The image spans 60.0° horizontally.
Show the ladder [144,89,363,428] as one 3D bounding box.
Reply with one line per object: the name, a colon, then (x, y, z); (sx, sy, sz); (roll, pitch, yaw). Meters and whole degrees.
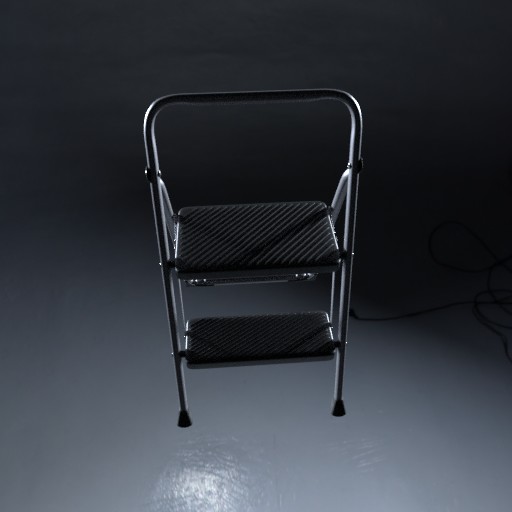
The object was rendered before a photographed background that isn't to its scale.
ladder: (0.000, 0.000, 1.013); (0.430, 0.720, 0.472); (-3, 47, -3)
